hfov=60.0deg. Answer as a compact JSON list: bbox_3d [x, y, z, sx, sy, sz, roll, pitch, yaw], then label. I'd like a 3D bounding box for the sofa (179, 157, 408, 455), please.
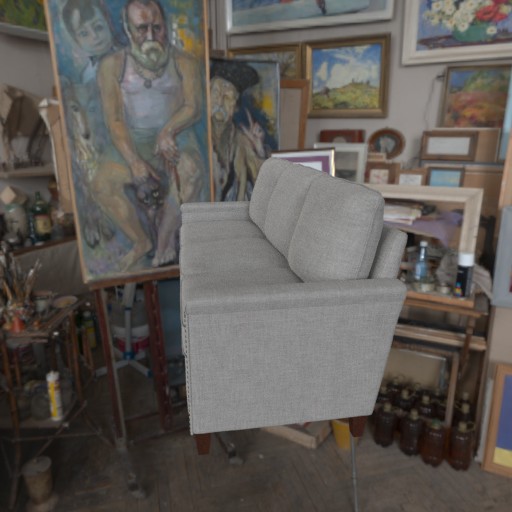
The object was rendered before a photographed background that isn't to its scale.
[{"bbox_3d":[0.000,0.000,2.424,0.828,0.959,1.925,-3,16,-9],"label":"sofa"}]
